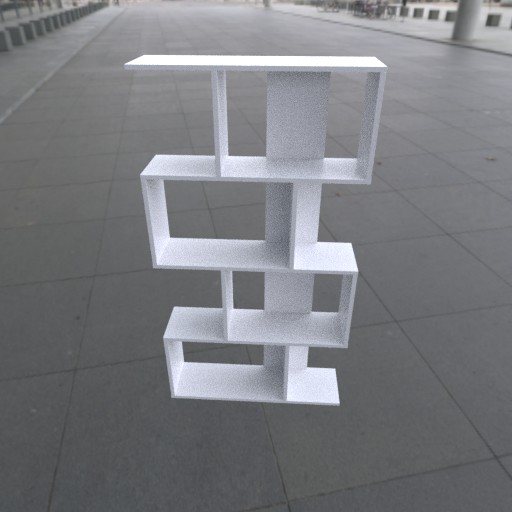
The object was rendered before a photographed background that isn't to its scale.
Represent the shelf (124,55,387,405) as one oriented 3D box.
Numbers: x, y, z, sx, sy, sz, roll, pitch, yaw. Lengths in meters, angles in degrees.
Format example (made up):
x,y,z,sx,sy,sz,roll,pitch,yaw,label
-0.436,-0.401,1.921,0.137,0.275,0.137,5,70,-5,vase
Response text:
x,y,z,sx,sy,sz,roll,pitch,yaw,label
0.000,0.000,2.027,0.890,1.650,0.250,2,31,3,shelf
